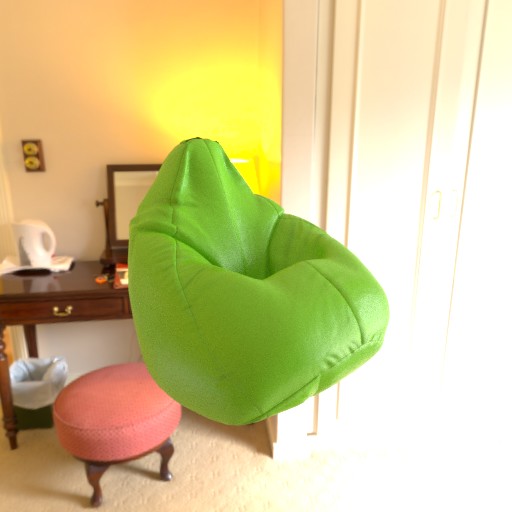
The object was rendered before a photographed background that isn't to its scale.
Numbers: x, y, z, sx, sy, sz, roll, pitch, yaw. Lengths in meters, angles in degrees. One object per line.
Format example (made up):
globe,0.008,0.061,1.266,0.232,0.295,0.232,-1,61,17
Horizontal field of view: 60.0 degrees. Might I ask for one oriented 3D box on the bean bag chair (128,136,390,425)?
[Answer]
bean bag chair,0.000,0.000,1.899,1.070,0.990,1.070,14,20,43
